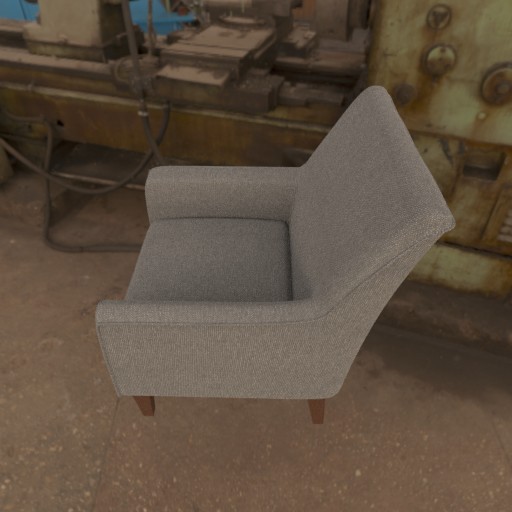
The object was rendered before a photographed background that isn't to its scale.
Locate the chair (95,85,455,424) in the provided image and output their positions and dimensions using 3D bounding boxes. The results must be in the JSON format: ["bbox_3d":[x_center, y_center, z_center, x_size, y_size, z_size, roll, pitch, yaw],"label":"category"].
[{"bbox_3d":[0.000,0.000,1.533,0.899,0.919,0.780,1,41,1],"label":"chair"}]
